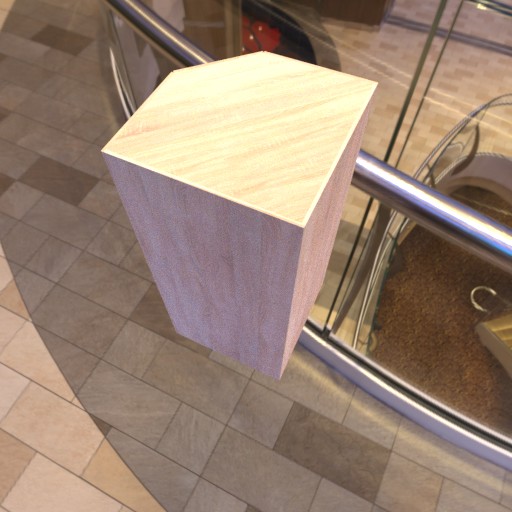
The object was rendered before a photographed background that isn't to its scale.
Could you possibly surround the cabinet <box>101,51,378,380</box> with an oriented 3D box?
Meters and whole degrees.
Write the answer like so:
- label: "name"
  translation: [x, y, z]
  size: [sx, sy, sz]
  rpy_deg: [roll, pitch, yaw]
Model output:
- label: "cabinet"
  translation: [0.000, 0.000, 2.861]
  size: [1.327, 2.120, 1.094]
  rpy_deg: [-17, 60, -10]
